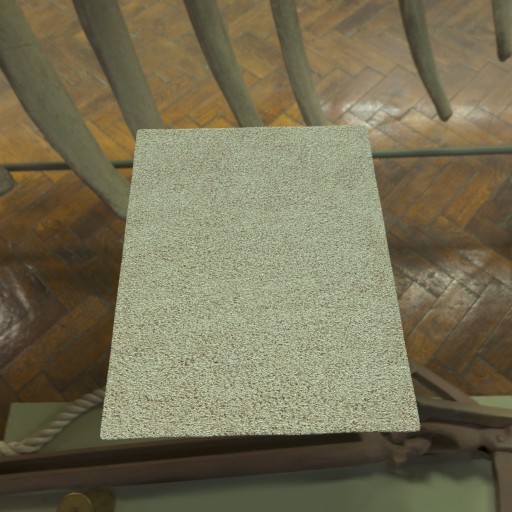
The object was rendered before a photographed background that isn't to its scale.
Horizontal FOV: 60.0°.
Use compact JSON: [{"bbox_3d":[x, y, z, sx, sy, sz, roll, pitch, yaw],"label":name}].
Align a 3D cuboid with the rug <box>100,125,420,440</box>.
[{"bbox_3d":[0.000,0.000,4.036,2.438,0.029,3.047,-1,64,-1],"label":"rug"}]
